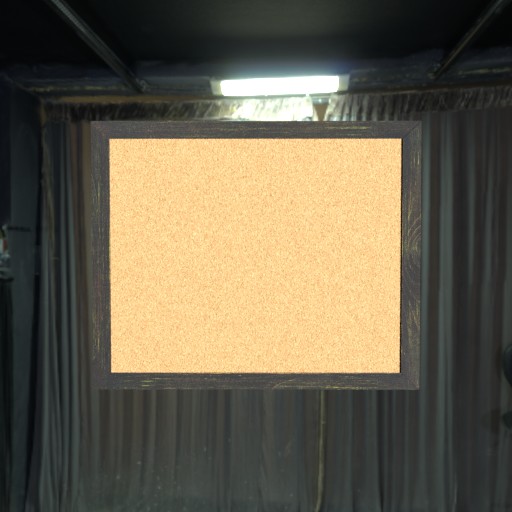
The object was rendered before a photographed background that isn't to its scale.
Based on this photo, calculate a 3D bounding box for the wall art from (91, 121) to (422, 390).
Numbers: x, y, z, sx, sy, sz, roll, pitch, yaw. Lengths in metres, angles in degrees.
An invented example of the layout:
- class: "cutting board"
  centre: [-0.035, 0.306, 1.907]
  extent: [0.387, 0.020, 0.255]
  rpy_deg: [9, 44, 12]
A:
- class: "wall art"
  centre: [0.000, 0.000, 0.769]
  extent: [0.558, 0.457, 0.032]
  rpy_deg: [0, 1, 0]
